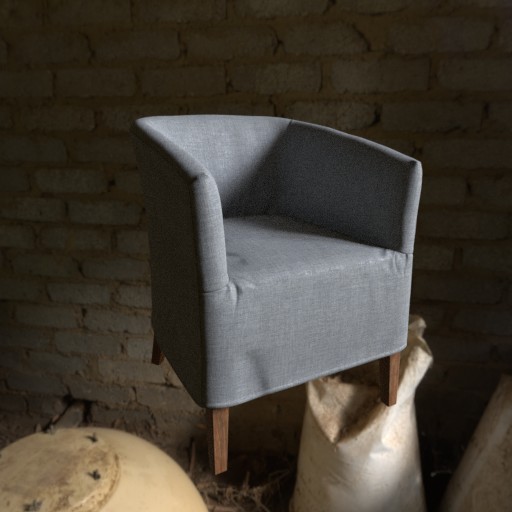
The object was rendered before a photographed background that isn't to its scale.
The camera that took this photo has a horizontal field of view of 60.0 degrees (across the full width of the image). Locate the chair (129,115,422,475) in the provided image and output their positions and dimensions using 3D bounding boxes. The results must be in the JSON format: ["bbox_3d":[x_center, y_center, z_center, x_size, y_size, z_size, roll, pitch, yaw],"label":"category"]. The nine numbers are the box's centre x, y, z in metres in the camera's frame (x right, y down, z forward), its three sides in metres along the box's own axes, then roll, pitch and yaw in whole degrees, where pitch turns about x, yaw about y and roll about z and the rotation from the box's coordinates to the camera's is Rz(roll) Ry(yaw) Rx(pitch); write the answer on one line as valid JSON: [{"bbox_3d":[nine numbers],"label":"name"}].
[{"bbox_3d":[0.000,0.000,1.265,0.600,0.771,0.668,-9,19,-27],"label":"chair"}]
